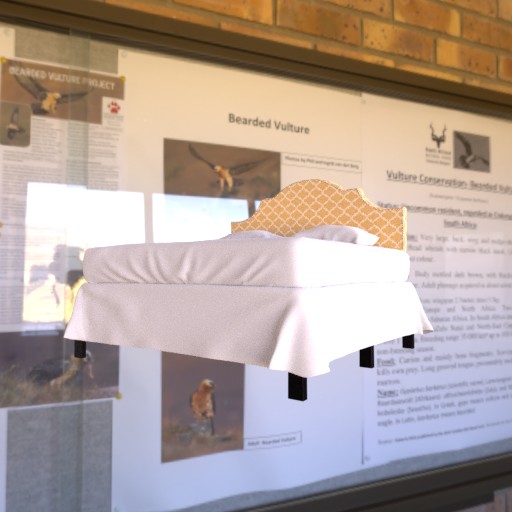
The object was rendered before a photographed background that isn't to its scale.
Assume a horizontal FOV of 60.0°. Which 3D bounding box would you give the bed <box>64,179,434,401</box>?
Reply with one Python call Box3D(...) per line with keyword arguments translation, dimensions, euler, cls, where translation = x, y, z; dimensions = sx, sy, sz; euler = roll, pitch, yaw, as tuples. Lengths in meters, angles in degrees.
Box3D(translation=(0.000, 0.000, 3.703), dimensions=(2.314, 1.601, 2.222), euler=(-1, -3, 36), cls="bed")
